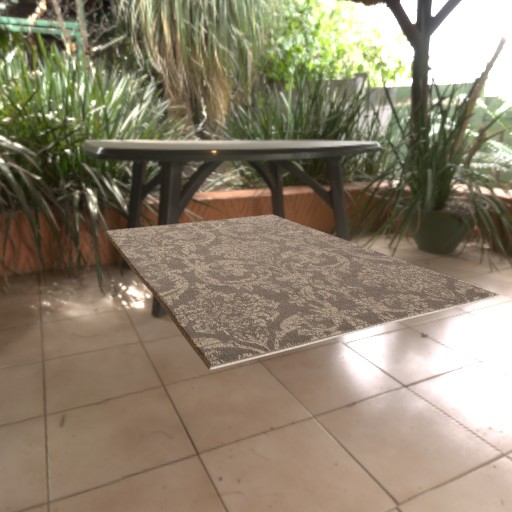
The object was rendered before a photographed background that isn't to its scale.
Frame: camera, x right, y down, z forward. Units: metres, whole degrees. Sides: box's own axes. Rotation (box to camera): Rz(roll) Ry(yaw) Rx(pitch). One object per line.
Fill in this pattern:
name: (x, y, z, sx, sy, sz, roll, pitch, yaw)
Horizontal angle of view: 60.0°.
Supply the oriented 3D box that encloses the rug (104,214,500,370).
rug: (0.000, 0.000, 2.240, 1.206, 0.012, 1.824, -8, 18, -26)
